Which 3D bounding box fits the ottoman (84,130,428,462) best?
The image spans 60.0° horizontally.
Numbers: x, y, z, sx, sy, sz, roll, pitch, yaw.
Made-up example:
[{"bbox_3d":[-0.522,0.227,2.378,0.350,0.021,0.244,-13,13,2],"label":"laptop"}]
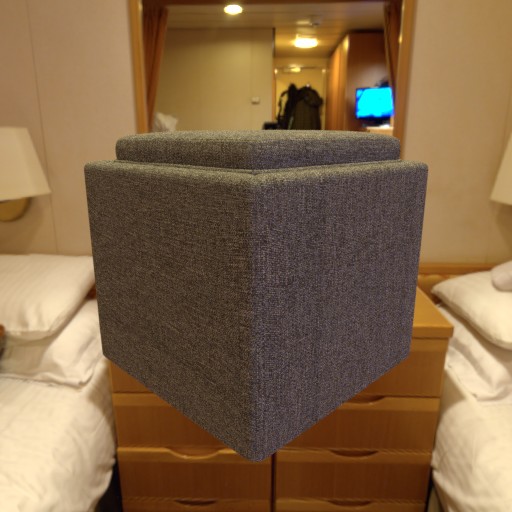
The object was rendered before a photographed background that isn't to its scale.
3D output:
[{"bbox_3d":[0.000,0.000,0.843,0.450,0.460,0.450,-15,21,-43],"label":"ottoman"}]
